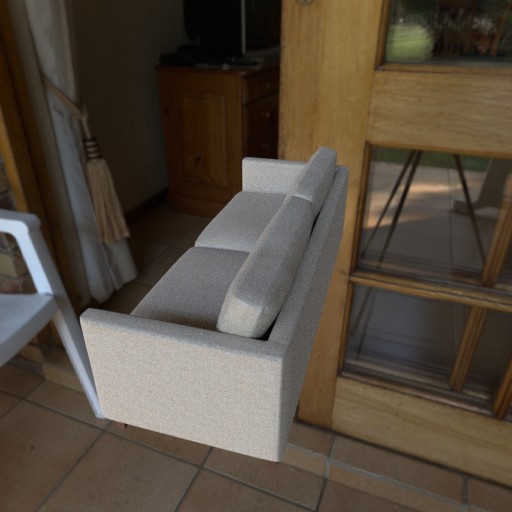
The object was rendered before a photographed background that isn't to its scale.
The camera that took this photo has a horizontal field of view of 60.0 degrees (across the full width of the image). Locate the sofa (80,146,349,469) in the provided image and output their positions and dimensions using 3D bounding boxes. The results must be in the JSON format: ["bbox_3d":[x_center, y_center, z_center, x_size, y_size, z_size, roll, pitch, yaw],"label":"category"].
[{"bbox_3d":[0.000,0.000,2.940,0.951,0.965,2.434,8,31,14],"label":"sofa"}]
